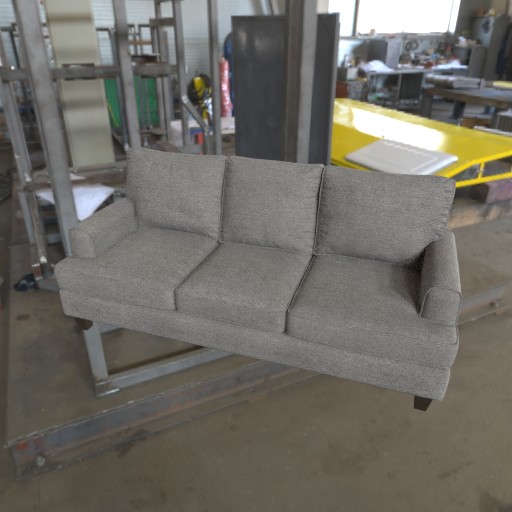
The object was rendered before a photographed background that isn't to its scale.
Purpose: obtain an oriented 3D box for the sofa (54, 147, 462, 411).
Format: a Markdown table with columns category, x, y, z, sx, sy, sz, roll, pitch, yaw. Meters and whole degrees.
| category | x | y | z | sx | sy | sz | roll | pitch | yaw |
| --- | --- | --- | --- | --- | --- | --- | --- | --- | --- |
| sofa | 0.000 | 0.000 | 2.567 | 2.158 | 0.965 | 0.951 | 9 | 29 | 17 |
